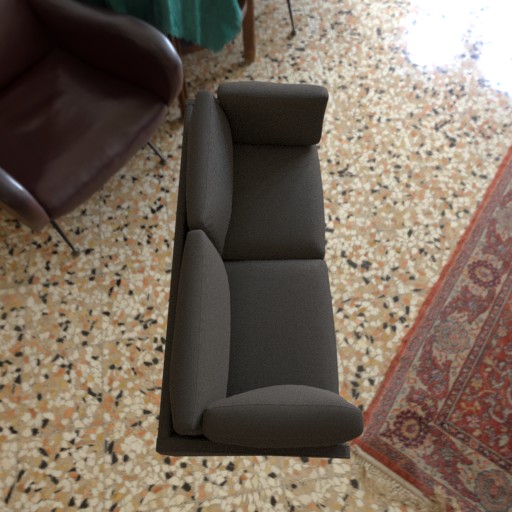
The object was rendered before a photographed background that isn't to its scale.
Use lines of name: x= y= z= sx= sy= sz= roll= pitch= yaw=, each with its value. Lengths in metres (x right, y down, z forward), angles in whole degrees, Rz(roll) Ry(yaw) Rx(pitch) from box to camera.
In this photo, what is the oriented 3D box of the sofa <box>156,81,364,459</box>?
sofa: x=0.000 y=0.000 z=2.758 sx=0.969 sy=0.792 sz=2.312 roll=0 pitch=64 yaw=0
